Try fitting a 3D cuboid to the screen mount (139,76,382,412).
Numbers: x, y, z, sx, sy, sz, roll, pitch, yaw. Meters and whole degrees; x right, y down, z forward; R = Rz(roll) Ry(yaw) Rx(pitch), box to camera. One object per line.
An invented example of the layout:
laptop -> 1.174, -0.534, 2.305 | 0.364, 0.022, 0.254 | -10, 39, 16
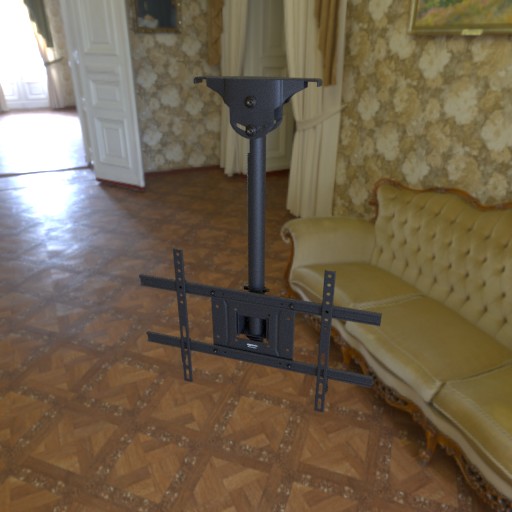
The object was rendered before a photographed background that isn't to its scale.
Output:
screen mount -> 0.000, 0.000, 1.037 | 0.595, 0.775, 0.090 | 8, 27, 16
